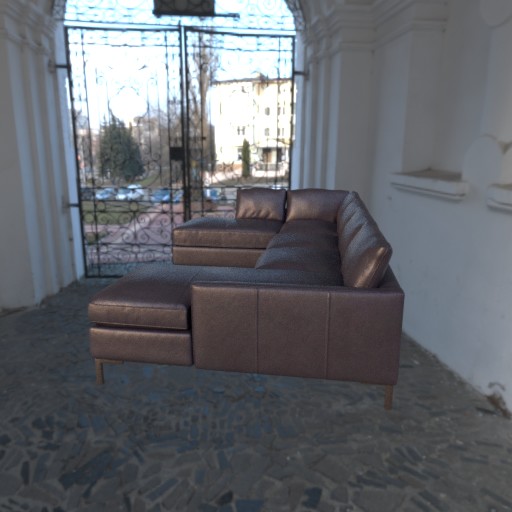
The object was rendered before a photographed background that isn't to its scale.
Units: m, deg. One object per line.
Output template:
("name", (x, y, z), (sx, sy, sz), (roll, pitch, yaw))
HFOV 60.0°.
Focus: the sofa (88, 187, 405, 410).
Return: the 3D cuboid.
("sofa", (0.000, 0.000, 3.739), (1.939, 0.900, 2.956), (2, 14, 9))
